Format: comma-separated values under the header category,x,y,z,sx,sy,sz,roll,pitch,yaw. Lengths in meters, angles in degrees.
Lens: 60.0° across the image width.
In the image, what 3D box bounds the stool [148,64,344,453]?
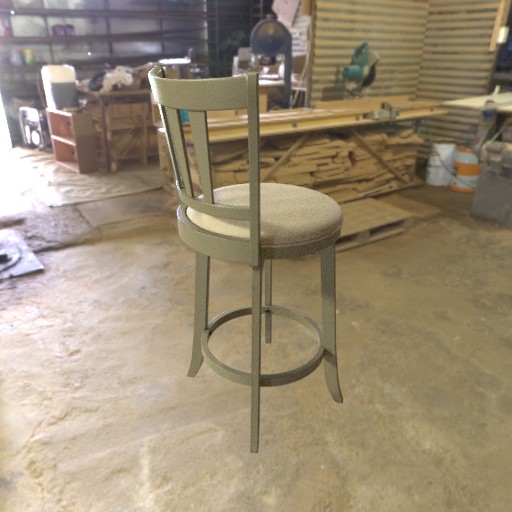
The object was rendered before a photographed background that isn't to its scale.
category,x,y,z,sx,sy,sz,roll,pitch,yaw
stool,0.000,0.000,1.261,0.486,0.994,0.450,-17,30,-31
